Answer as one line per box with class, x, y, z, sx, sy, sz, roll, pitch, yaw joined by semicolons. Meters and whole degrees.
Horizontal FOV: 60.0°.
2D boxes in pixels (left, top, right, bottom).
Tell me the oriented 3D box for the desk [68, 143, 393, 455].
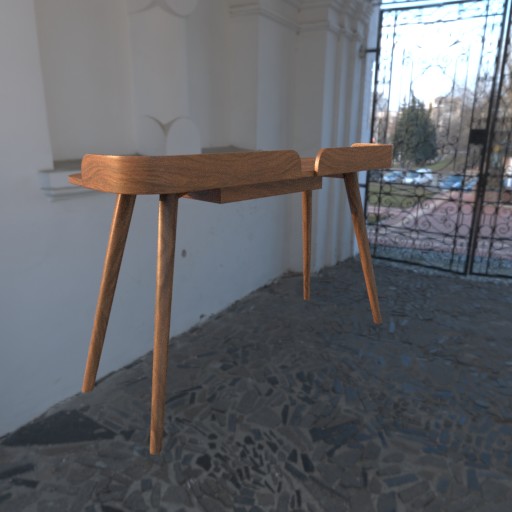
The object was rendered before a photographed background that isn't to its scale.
desk;0.000;0.000;1.674;0.486;0.800;1.256;15;22;43
